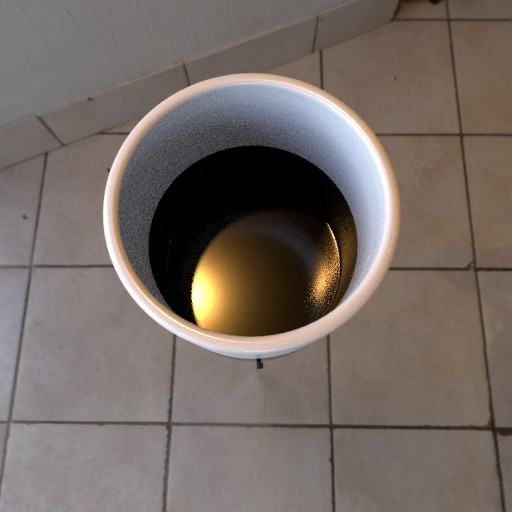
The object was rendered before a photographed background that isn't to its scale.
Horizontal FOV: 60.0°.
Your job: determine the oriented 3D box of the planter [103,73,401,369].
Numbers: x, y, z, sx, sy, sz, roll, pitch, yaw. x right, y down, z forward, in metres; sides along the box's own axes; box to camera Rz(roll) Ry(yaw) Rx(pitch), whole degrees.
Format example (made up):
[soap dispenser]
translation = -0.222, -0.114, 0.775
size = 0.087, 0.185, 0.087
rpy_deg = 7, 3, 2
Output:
[planter]
translation = 0.000, 0.000, 0.651
size = 0.310, 0.432, 0.310
rpy_deg = -17, 76, -4
